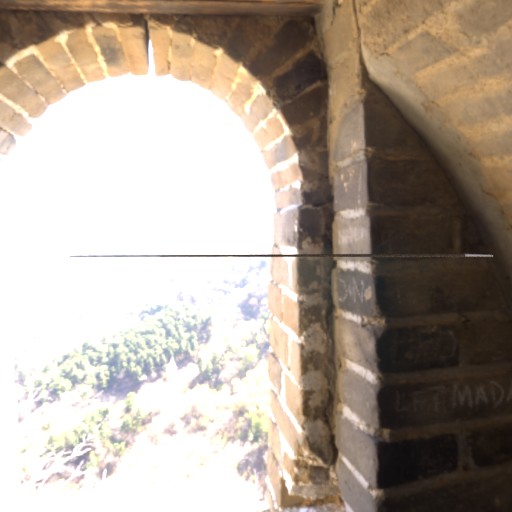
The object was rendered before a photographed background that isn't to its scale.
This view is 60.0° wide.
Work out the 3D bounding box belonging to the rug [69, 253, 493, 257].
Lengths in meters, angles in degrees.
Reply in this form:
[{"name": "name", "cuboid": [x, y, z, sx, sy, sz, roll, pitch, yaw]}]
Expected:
[{"name": "rug", "cuboid": [0.000, 0.000, 2.611, 2.388, 0.012, 0.864, 0, 0, 34]}]
